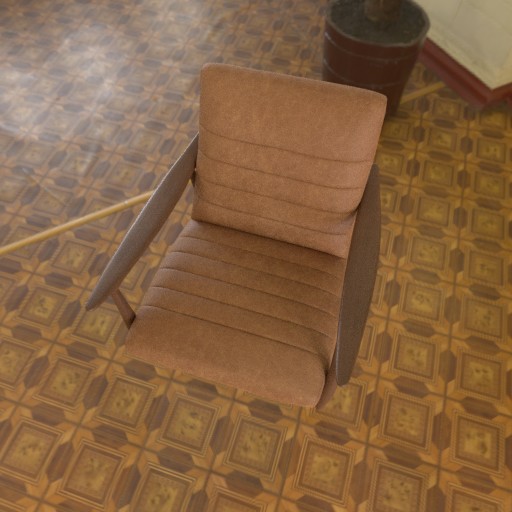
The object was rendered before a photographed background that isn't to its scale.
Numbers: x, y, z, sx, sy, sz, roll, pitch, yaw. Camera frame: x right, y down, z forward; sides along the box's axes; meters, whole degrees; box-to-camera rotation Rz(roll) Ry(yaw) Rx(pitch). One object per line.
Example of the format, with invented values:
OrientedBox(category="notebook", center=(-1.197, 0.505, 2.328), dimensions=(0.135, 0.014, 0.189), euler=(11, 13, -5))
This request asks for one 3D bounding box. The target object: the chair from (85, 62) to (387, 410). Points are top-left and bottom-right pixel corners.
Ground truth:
OrientedBox(category="chair", center=(0.000, 0.000, 1.445), dimensions=(0.741, 0.832, 0.798), euler=(15, 59, 9))
